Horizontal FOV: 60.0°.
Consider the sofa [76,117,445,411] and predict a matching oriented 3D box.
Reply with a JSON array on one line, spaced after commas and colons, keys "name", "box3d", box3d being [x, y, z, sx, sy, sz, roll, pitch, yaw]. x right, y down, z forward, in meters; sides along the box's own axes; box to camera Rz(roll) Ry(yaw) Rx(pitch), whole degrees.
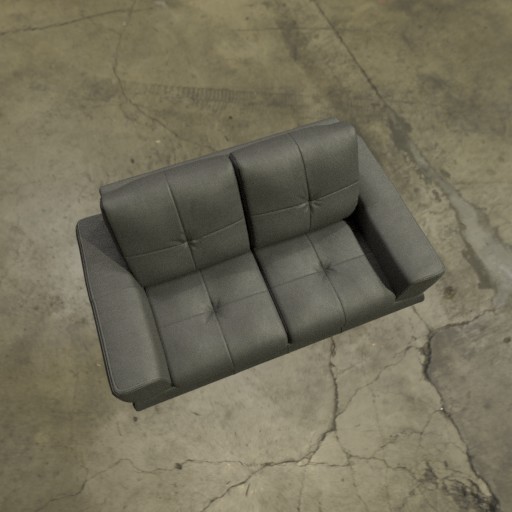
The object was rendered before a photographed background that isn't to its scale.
[{"name": "sofa", "box3d": [0.000, 0.000, 2.442, 1.806, 0.907, 1.018, -19, 65, -9]}]
